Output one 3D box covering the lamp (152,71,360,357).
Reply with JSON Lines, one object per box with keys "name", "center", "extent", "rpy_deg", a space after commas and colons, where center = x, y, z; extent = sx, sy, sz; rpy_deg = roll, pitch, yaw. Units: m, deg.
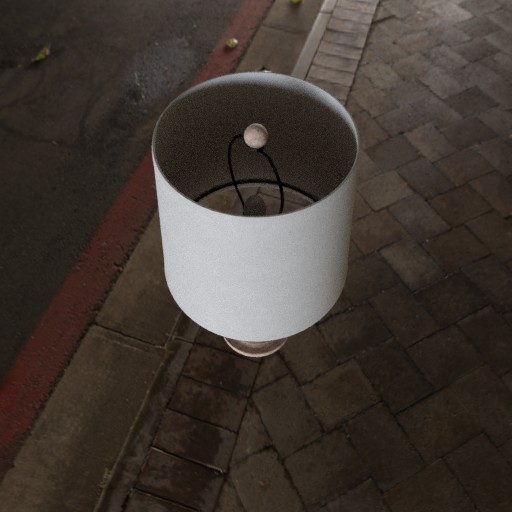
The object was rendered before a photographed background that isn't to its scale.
{"name": "lamp", "center": [0.000, 0.000, 0.666], "extent": [0.273, 0.497, 0.273], "rpy_deg": [0, 58, 0]}
